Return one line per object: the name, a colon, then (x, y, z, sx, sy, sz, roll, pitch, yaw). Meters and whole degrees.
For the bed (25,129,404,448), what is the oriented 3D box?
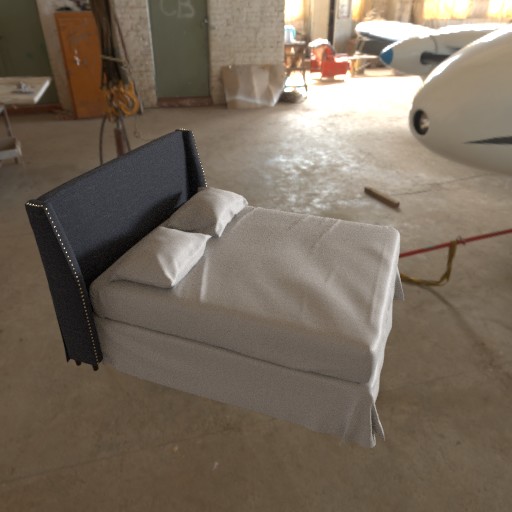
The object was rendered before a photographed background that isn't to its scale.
bed: (0.000, 0.000, 3.385, 2.276, 1.332, 1.925, 11, 32, 18)
